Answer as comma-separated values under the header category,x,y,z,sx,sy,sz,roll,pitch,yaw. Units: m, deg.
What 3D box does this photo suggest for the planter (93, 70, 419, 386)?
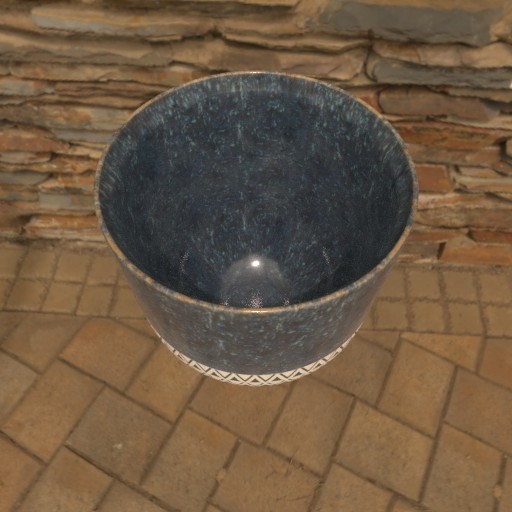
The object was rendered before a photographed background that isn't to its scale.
category,x,y,z,sx,sy,sz,roll,pitch,yaw
planter,0.000,0.000,0.480,0.266,0.270,0.266,0,57,0
